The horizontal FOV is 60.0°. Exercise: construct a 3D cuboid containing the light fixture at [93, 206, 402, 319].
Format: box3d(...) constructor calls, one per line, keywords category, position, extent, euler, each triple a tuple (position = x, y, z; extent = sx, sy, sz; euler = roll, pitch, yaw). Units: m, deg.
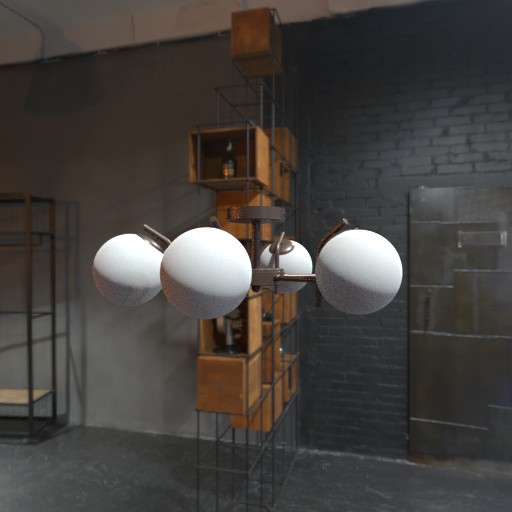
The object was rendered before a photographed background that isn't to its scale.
box3d(category="light fixture", position=(0.000, 0.000, 0.950), extent=(0.662, 0.201, 0.662), euler=(0, 0, 0))
